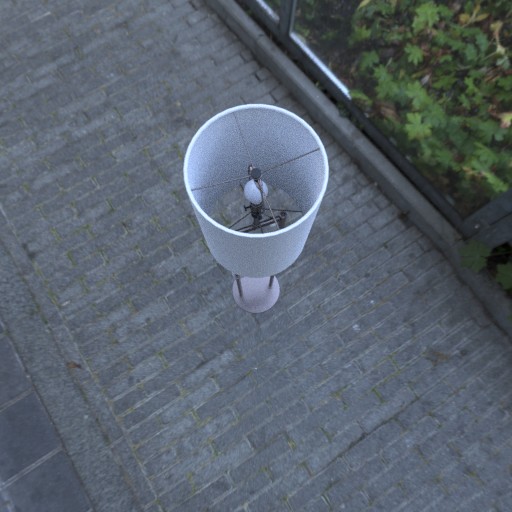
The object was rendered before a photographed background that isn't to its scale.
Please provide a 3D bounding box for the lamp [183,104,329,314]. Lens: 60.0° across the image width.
[{"bbox_3d":[0.000,0.000,1.657,0.306,1.500,0.305,-19,77,-5],"label":"lamp"}]
